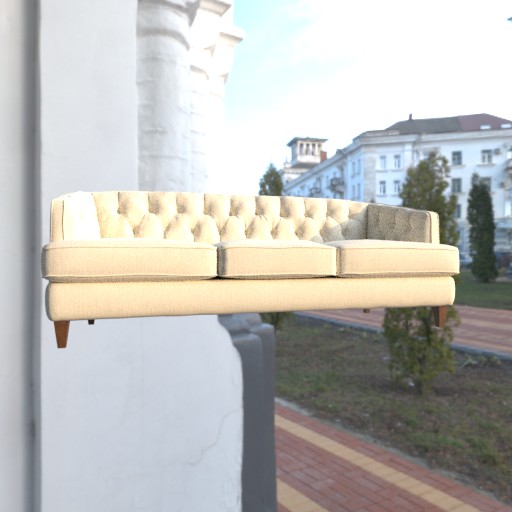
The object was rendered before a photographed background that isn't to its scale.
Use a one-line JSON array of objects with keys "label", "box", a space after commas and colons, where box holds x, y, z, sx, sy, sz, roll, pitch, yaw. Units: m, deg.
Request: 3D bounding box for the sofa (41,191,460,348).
[{"label": "sofa", "box": [0.000, 0.000, 2.713, 2.278, 0.855, 0.941, 0, 0, -17]}]
